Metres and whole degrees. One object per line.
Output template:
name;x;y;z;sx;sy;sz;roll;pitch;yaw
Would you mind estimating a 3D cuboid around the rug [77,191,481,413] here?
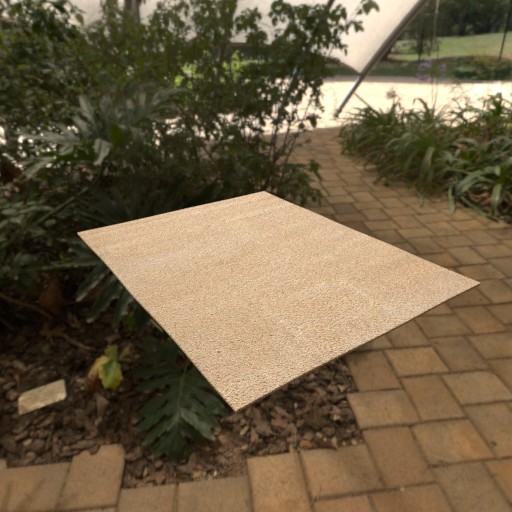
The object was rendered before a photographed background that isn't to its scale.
rug;0.000;0.000;4.112;2.400;0.025;3.000;-17;31;-31
